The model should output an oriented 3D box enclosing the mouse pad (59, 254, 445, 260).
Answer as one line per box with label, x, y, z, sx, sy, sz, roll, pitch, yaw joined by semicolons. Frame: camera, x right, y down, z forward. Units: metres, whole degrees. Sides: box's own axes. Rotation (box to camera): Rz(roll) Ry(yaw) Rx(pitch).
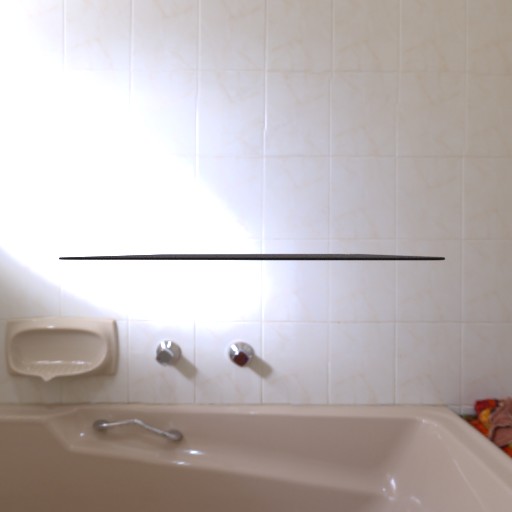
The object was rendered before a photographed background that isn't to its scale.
mouse pad;0.000;0.000;0.446;0.269;0.002;0.315;0;1;2
